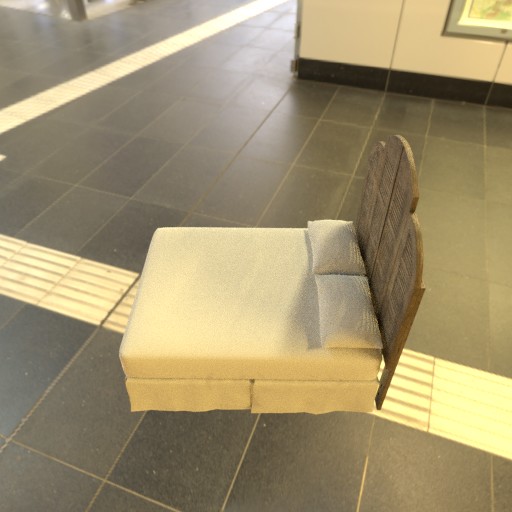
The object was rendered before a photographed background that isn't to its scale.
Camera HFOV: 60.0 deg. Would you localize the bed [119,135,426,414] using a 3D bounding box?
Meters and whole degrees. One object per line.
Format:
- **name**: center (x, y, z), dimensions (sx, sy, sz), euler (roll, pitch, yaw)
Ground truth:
- **bed**: center (0.000, 0.000, 3.645), dimensions (2.138, 2.019, 1.713), euler (1, 42, 1)
